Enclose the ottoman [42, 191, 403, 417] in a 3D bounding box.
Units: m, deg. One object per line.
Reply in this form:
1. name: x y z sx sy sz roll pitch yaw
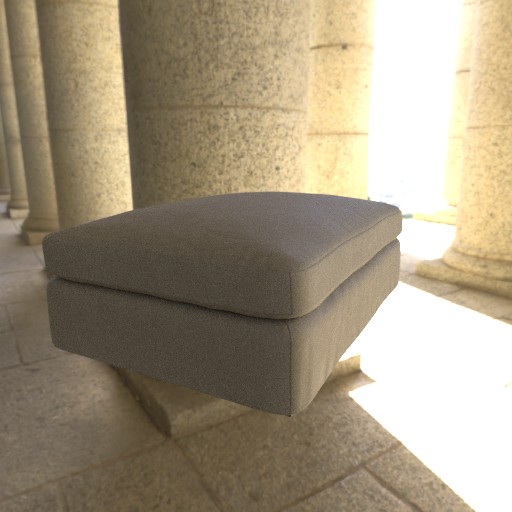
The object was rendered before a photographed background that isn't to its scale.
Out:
1. ottoman: 0.000 0.000 1.620 0.840 0.429 1.199 7 15 27
